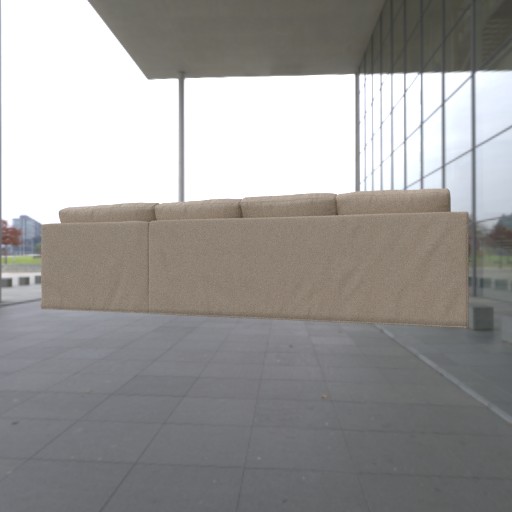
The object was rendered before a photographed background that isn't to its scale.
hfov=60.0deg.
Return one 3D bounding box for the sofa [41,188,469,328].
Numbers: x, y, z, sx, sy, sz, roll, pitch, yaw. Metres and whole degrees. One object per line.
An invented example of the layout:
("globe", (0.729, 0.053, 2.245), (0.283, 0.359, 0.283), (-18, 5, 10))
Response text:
("sofa", (0.000, 0.000, 3.857), (3.177, 0.867, 1.622), (0, 0, 18))
